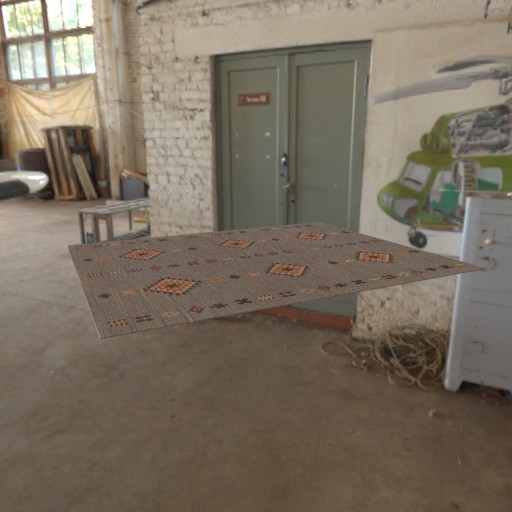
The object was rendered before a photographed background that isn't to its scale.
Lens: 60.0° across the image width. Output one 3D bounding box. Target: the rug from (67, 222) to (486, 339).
[{"bbox_3d":[0.000,0.000,4.048,3.035,0.008,2.425,-7,16,-25],"label":"rug"}]
